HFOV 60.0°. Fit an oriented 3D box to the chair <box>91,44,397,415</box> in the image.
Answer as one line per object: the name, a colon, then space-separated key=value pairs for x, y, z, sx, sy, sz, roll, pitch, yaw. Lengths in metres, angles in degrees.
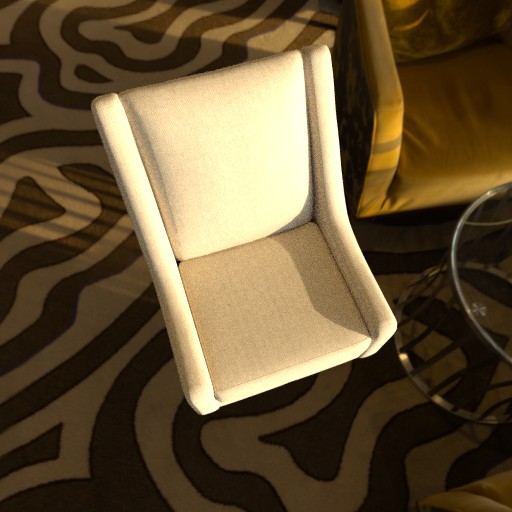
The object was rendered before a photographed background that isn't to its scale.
chair: x=0.000 y=0.000 z=1.622 sx=0.774 sy=1.014 sz=0.870 roll=-17 pitch=65 yaw=-8
